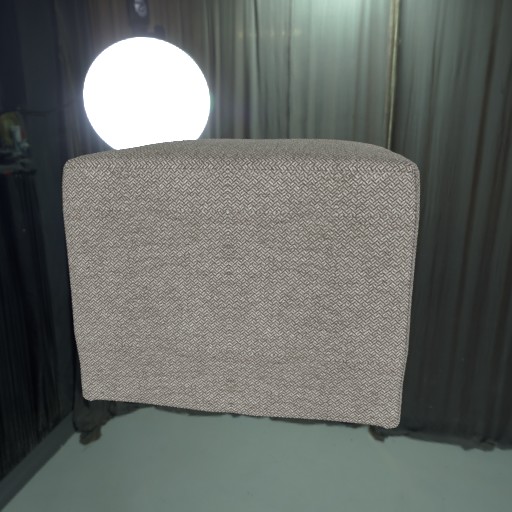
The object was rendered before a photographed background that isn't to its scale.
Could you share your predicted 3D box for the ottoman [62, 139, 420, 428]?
[{"bbox_3d":[0.000,0.000,0.886,0.519,0.453,0.512,2,15,8],"label":"ottoman"}]
